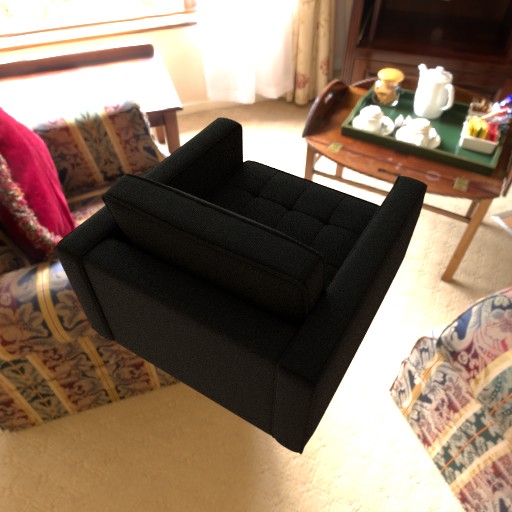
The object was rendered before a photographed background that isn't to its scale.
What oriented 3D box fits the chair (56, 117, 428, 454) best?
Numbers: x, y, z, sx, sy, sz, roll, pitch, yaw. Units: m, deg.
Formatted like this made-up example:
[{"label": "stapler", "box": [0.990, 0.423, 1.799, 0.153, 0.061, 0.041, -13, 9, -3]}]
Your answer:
[{"label": "chair", "box": [0.000, 0.000, 1.586, 0.899, 0.770, 0.920, 24, 51, 21]}]
